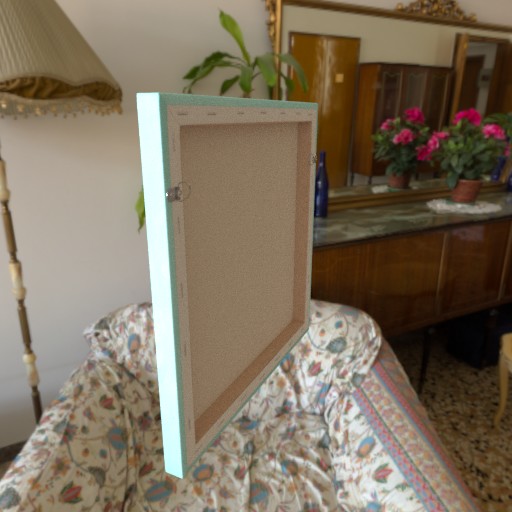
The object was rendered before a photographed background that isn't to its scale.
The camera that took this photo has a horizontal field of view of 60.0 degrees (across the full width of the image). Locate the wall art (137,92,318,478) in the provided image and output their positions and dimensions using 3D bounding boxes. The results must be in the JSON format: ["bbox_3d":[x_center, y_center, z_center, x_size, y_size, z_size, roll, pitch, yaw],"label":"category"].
[{"bbox_3d":[0.000,0.000,1.150,0.054,0.766,0.765,9,20,25],"label":"wall art"}]
